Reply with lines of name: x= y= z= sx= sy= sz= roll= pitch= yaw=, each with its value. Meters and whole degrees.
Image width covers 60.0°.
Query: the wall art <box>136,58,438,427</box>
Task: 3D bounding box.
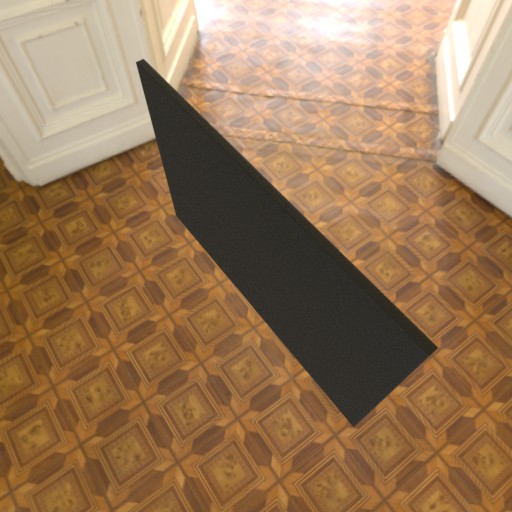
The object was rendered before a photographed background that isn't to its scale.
wall art: x=0.000 y=0.000 z=1.213 sx=0.049 sy=0.659 sz=0.964 roll=-32 pitch=64 yaw=-18
